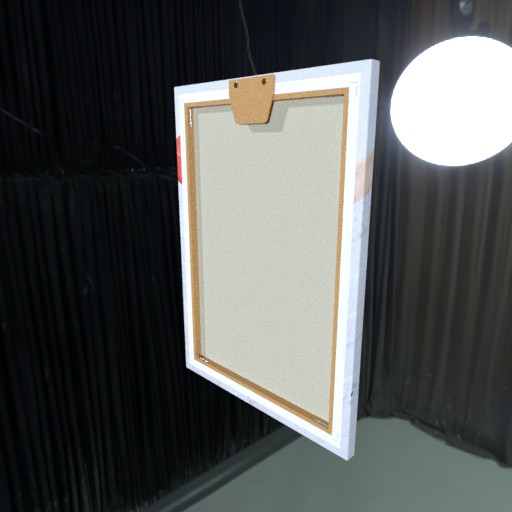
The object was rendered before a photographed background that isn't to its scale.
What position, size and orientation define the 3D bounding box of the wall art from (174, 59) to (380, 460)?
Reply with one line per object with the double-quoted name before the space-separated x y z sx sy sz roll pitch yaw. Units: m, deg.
"wall art" 0.000 0.000 1.119 0.036 0.848 0.613 -14 20 -43
